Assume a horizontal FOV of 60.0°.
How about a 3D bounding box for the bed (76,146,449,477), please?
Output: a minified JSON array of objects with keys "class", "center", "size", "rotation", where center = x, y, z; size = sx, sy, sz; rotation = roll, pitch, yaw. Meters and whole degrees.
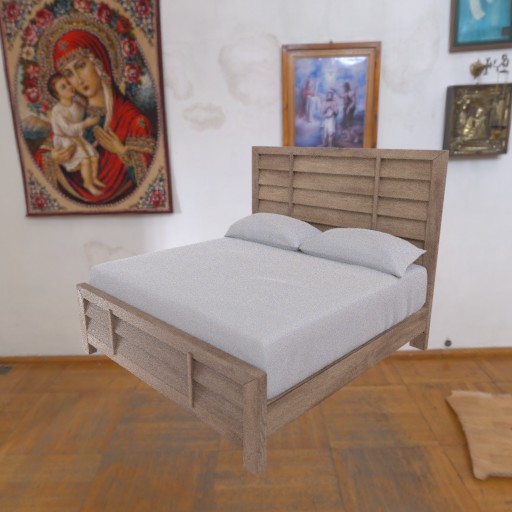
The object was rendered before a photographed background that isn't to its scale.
[{"class":"bed","center":[0.000,0.000,3.502],"size":[2.032,1.626,2.062],"rotation":[14,21,43]}]
